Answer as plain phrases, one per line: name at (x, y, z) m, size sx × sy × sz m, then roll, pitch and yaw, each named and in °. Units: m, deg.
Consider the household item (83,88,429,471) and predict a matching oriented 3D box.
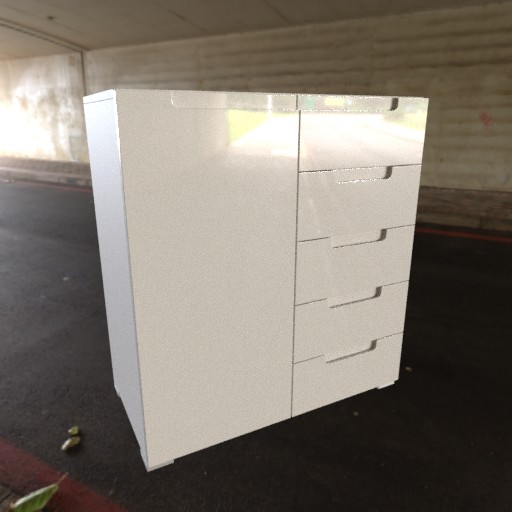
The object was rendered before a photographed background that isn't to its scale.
household item at (0.000, 0.000, 1.287) m, size 0.800 × 0.870 × 0.420 m, roll -9°, pitch 19°, yaw -26°
